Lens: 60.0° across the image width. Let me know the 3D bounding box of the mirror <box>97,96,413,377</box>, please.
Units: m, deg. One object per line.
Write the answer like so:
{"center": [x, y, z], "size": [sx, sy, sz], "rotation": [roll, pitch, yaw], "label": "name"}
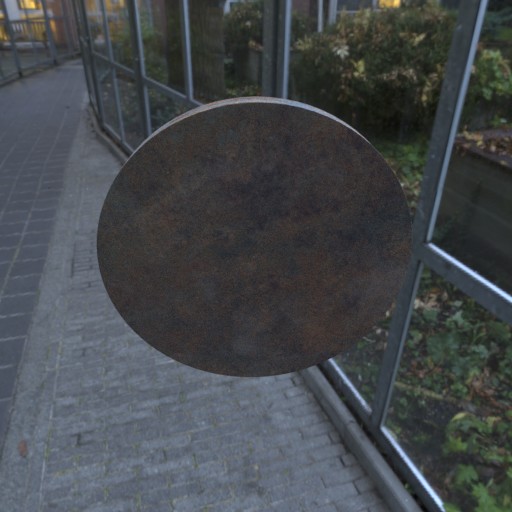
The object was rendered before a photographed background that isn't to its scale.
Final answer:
{"center": [0.000, 0.000, 0.859], "size": [0.585, 0.585, 0.061], "rotation": [-1, 30, -2], "label": "mirror"}
